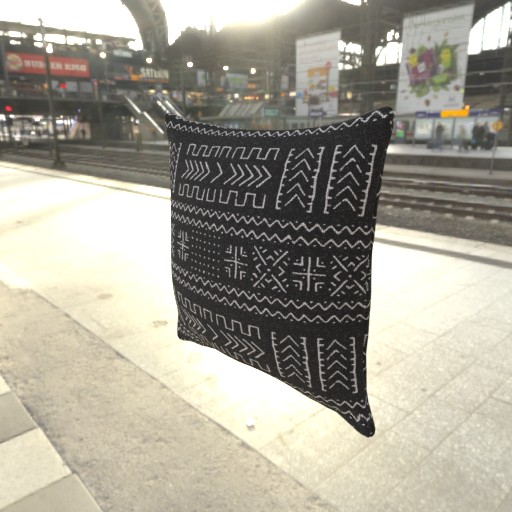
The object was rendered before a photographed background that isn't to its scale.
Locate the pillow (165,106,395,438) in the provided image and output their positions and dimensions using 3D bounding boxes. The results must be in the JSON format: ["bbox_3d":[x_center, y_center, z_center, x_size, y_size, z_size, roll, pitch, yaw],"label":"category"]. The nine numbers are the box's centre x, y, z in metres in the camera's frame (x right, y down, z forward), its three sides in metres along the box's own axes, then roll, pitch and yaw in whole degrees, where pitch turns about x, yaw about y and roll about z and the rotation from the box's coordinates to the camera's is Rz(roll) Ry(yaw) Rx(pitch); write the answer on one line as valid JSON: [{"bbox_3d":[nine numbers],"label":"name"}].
[{"bbox_3d":[0.000,0.000,0.681,0.438,0.430,0.164,15,22,43],"label":"pillow"}]
